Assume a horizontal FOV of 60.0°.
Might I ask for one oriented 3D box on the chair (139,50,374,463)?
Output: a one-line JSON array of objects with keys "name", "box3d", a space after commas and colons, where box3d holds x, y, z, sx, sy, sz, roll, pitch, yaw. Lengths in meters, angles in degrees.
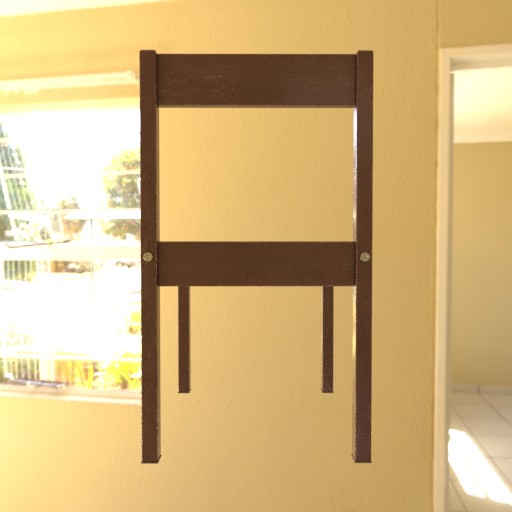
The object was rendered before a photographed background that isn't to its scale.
[{"name": "chair", "box3d": [0.000, 0.000, 0.682, 0.285, 0.505, 0.285, 0, 1, 0]}]
